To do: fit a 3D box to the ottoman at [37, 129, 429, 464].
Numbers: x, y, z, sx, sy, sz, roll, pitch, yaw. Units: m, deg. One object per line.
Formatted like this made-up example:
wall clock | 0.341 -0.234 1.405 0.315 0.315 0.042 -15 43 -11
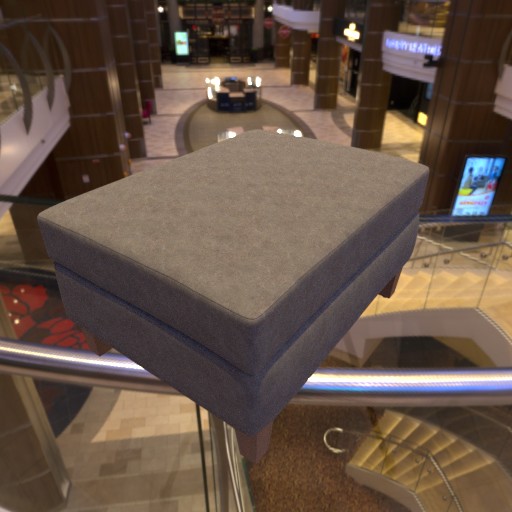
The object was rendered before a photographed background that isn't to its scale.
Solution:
ottoman | 0.000 0.000 1.221 0.639 0.464 0.839 21 38 30
